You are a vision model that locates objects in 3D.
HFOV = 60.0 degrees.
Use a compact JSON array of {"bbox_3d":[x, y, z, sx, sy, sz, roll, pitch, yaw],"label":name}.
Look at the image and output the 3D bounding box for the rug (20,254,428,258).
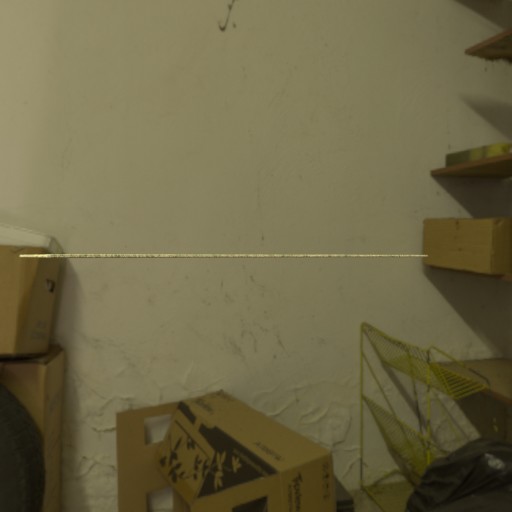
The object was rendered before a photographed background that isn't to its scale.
[{"bbox_3d":[0.000,0.000,2.509,2.290,0.014,0.700,0,0,-36],"label":"rug"}]
